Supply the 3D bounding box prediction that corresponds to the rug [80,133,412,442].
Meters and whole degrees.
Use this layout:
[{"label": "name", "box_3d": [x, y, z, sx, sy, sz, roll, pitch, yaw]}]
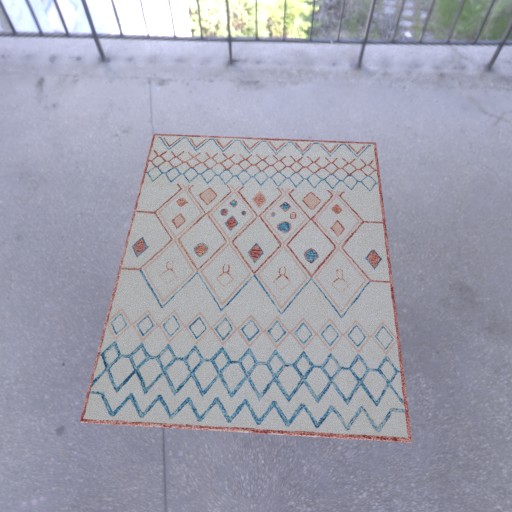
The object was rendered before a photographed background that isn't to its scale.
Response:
[{"label": "rug", "box_3d": [0.000, 0.000, 4.051, 2.441, 0.016, 3.050, 3, 58, 2]}]
